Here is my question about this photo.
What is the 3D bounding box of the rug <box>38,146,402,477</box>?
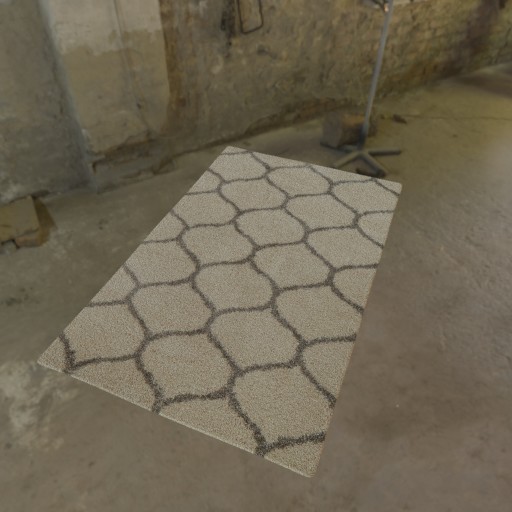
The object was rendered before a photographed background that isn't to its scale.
[{"bbox_3d":[0.000,0.000,2.876,1.501,0.024,2.348,16,46,16],"label":"rug"}]
